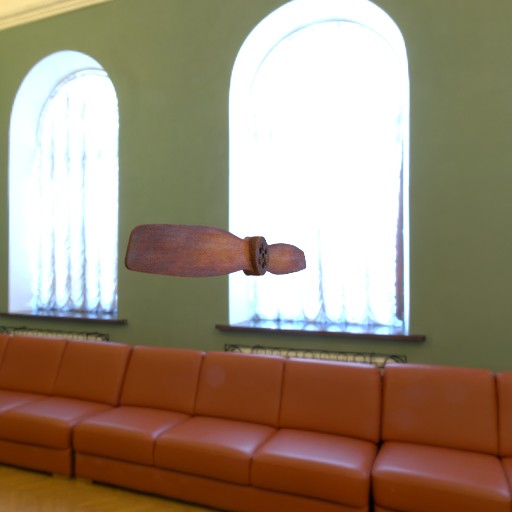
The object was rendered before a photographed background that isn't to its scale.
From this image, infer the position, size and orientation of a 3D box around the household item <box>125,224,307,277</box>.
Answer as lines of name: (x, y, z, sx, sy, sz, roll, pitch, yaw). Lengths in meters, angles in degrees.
household item: (0.000, 0.000, 1.257, 0.051, 0.121, 1.181, 0, -1, 20)
